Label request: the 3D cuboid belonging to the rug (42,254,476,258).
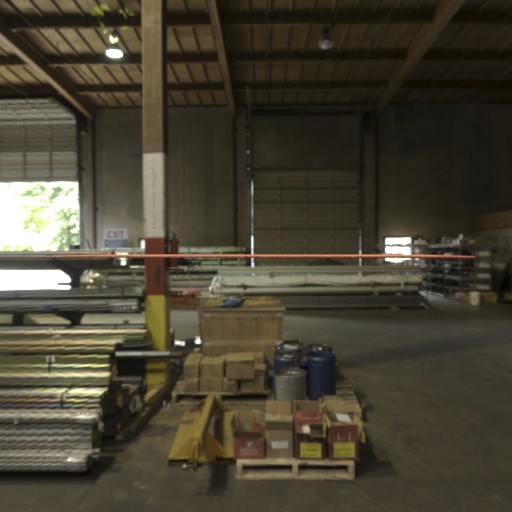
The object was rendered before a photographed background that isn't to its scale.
[{"bbox_3d":[0.000,0.000,2.834,2.471,0.013,0.914,0,1,0],"label":"rug"}]
